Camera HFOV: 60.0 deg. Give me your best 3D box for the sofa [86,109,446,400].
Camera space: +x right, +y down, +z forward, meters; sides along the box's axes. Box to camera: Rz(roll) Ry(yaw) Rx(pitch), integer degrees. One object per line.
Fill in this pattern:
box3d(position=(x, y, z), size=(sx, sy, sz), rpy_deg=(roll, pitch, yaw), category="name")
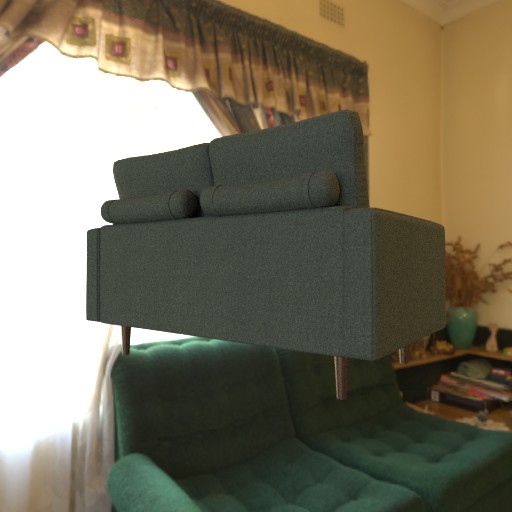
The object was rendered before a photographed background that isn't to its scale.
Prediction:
box3d(position=(0.000, 0.000, 1.953), size=(1.407, 0.907, 0.842), rpy_deg=(0, -1, 37), category="sofa")
